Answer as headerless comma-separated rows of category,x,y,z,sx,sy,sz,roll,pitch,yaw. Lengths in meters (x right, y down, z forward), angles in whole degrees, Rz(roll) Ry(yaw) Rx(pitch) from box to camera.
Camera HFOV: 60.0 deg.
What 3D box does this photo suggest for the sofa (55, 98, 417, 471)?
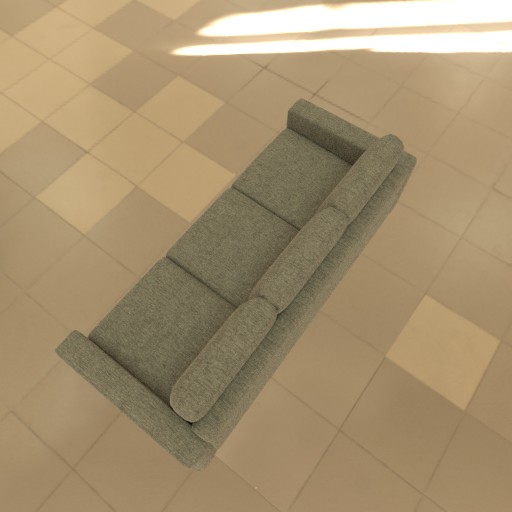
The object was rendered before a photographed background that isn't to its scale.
sofa,0.000,0.000,2.576,0.900,0.800,2.160,34,67,16
